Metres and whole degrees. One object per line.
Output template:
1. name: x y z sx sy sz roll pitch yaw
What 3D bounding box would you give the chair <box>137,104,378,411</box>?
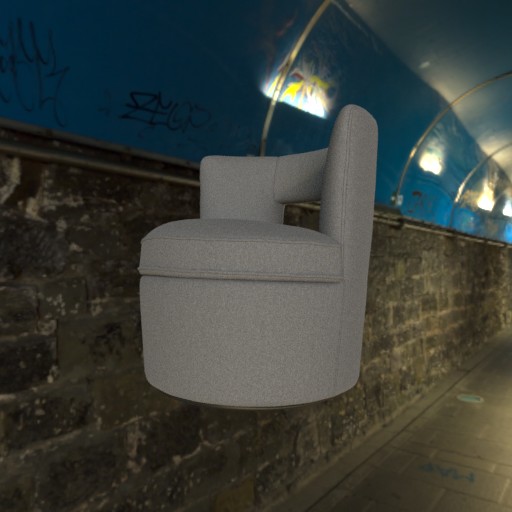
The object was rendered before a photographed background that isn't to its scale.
1. chair: 0.000 0.000 1.285 0.660 0.719 0.689 0 -1 -37
